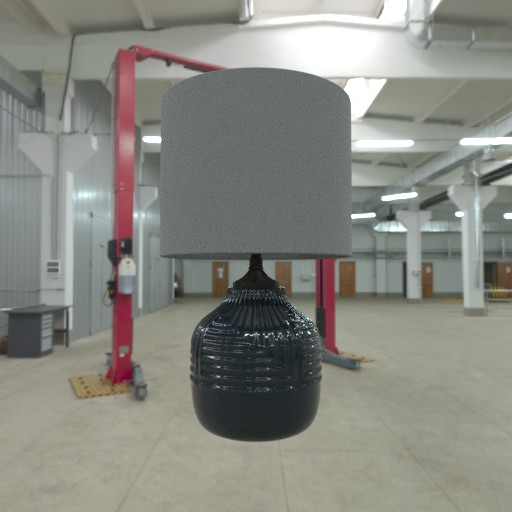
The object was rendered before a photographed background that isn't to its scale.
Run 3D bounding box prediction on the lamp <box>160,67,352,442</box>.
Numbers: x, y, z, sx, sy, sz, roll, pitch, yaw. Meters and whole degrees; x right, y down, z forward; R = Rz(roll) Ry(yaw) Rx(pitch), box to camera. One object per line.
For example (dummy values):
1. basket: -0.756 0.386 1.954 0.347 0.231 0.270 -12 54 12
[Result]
1. lamp: 0.000 0.000 0.747 0.318 0.567 0.318 0 -2 0
